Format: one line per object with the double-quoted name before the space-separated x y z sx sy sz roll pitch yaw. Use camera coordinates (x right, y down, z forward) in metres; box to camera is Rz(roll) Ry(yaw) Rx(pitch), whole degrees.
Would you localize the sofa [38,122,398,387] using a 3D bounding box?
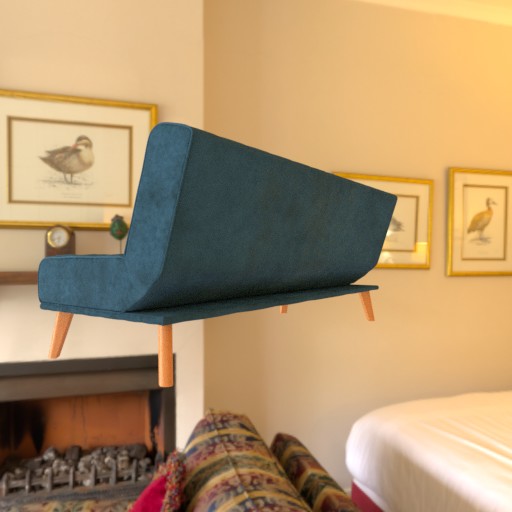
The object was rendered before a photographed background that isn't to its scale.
"sofa" 0.000 0.000 2.249 0.855 0.813 1.804 0 0 36
